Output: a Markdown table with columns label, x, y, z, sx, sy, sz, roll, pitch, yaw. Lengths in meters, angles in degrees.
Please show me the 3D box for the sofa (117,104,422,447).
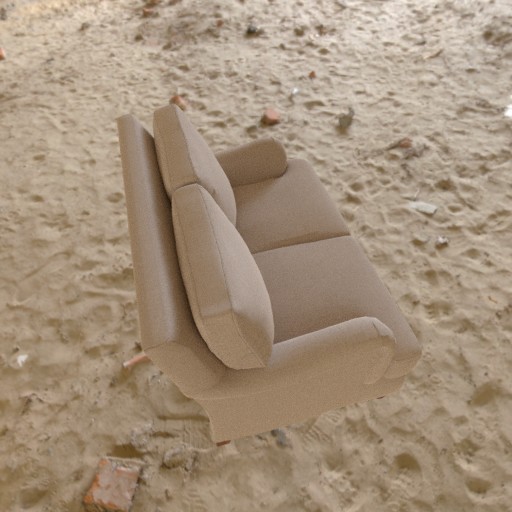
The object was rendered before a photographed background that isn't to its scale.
| label | x | y | z | sx | sy | sz | roll | pitch | yaw |
| --- | --- | --- | --- | --- | --- | --- | --- | --- | --- |
| sofa | 0.000 | 0.000 | 2.209 | 1.087 | 1.048 | 1.508 | -11 | 47 | -10 |
